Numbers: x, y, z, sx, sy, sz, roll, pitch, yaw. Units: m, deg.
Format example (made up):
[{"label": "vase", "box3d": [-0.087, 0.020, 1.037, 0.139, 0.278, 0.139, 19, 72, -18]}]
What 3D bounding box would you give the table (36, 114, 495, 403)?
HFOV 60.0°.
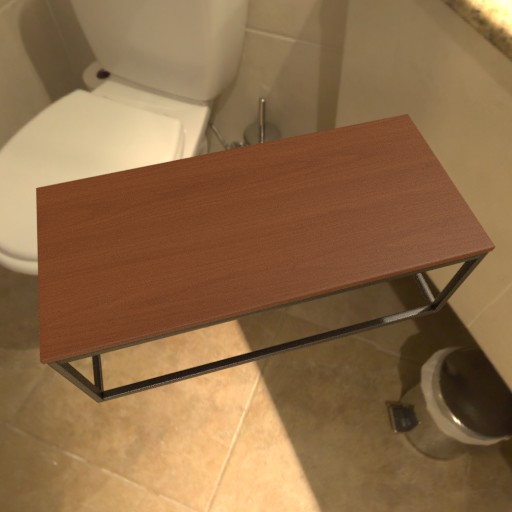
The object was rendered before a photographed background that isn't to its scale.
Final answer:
[{"label": "table", "box3d": [0.000, 0.000, 1.322, 1.100, 0.400, 0.500, -13, 60, -8]}]
